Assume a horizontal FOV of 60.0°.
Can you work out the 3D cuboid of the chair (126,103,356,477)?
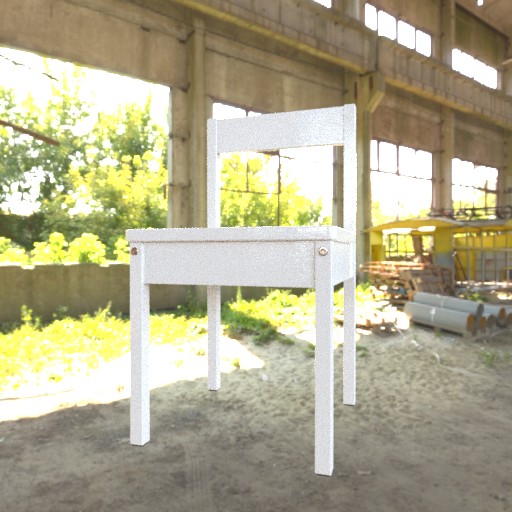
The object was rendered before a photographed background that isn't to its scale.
[{"bbox_3d":[0.000,0.000,0.885,0.367,0.668,0.361,0,1,18],"label":"chair"}]
